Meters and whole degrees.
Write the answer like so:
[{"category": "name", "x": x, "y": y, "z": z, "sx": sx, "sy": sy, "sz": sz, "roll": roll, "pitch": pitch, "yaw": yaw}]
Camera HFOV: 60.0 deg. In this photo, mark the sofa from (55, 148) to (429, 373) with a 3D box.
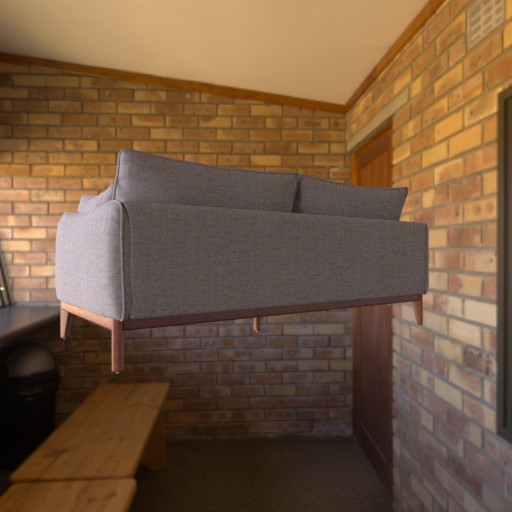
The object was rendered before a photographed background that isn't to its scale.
[{"category": "sofa", "x": 0.000, "y": 0.000, "z": 2.514, "sx": 1.989, "sy": 0.851, "sz": 0.972, "roll": 0, "pitch": 0, "yaw": -36}]
